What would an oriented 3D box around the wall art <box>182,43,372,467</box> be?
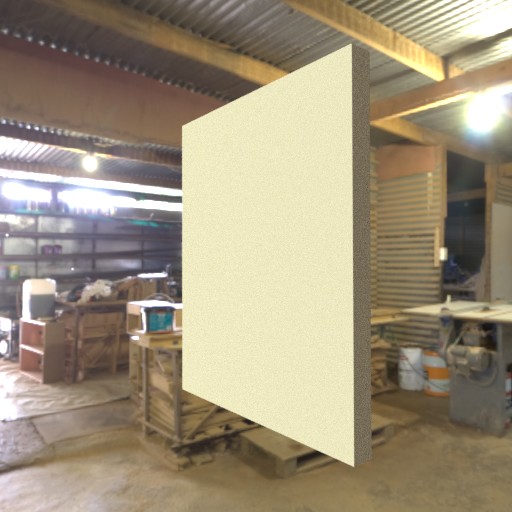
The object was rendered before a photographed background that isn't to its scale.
[{"bbox_3d":[0.000,0.000,0.766,0.039,0.553,0.451,1,-1,-39],"label":"wall art"}]
